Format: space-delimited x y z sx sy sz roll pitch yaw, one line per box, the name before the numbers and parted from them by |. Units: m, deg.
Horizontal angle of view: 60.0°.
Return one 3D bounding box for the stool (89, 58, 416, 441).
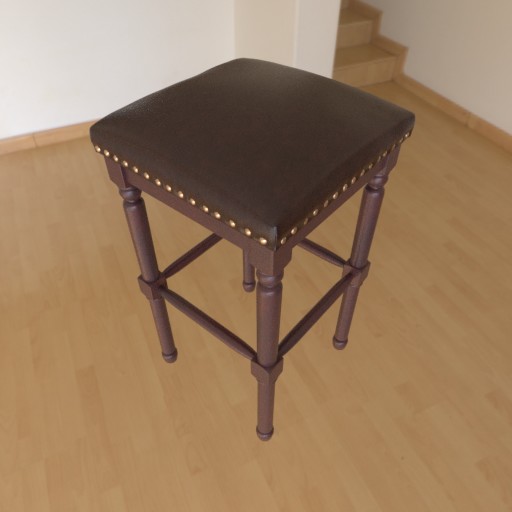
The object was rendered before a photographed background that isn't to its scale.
stool | 0.000 0.000 0.923 0.383 0.702 0.382 30 52 27
